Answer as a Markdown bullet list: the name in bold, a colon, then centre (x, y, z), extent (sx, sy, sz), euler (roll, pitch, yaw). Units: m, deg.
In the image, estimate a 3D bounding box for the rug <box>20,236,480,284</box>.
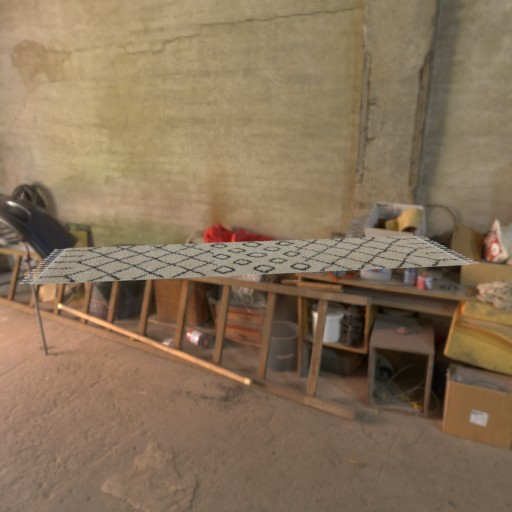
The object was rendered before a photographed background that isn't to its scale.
- **rug**: centre (0.000, 0.000, 2.645), extent (2.464, 0.005, 0.660), euler (-2, 17, -8)
